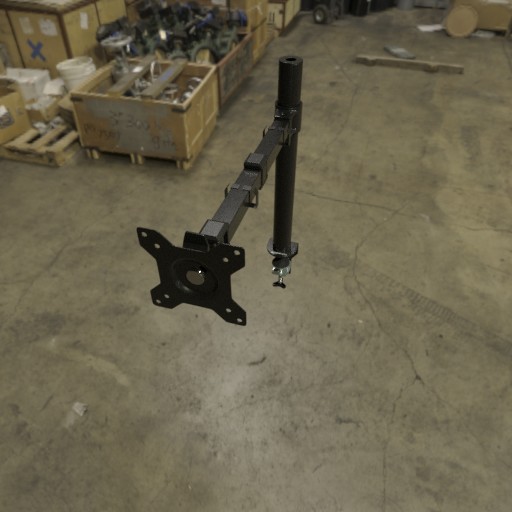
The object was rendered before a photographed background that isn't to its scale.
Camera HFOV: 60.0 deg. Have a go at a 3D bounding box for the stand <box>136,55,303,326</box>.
[{"bbox_3d":[0.000,0.000,0.736,0.115,0.510,0.456,11,42,13],"label":"stand"}]
